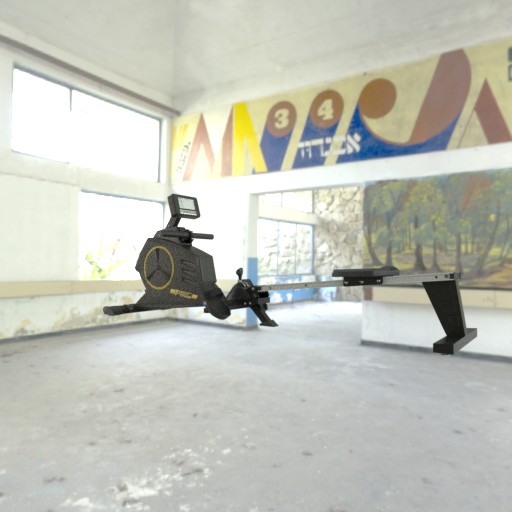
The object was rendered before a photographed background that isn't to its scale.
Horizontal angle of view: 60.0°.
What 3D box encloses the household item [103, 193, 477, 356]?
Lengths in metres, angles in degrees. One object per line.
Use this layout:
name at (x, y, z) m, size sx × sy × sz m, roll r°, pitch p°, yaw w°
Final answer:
household item at (0.000, 0.000, 2.586) m, size 2.251 × 0.810 × 0.521 m, roll -1°, pitch -1°, yaw 36°
